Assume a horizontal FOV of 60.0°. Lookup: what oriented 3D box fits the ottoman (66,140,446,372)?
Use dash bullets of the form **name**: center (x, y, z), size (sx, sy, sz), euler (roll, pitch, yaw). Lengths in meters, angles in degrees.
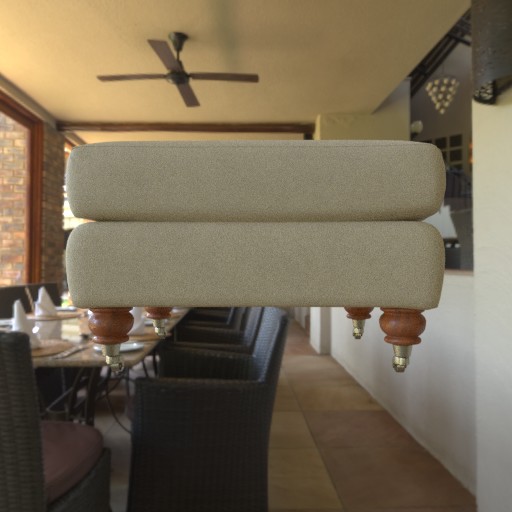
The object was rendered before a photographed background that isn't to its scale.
- **ottoman**: center (0.000, 0.000, 1.134), size (0.773, 0.504, 0.569), euler (0, -1, 1)
